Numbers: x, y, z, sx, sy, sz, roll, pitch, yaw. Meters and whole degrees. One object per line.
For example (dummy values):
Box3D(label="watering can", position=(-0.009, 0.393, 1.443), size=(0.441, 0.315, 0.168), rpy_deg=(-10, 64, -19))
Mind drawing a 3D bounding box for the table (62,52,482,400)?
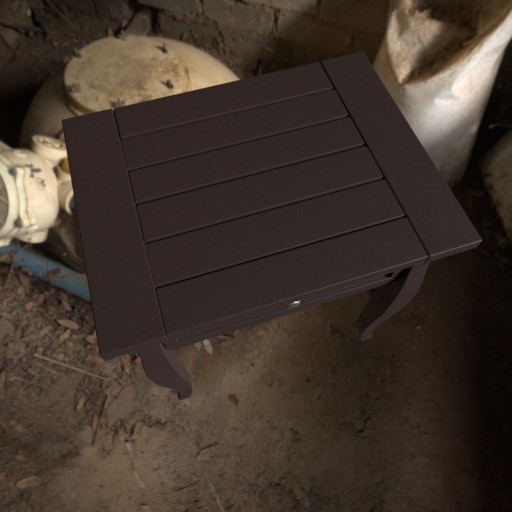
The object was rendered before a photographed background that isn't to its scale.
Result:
Box3D(label="table", position=(0.000, 0.000, 1.022), size=(0.602, 0.605, 0.460), rpy_deg=(-16, 64, -8))
